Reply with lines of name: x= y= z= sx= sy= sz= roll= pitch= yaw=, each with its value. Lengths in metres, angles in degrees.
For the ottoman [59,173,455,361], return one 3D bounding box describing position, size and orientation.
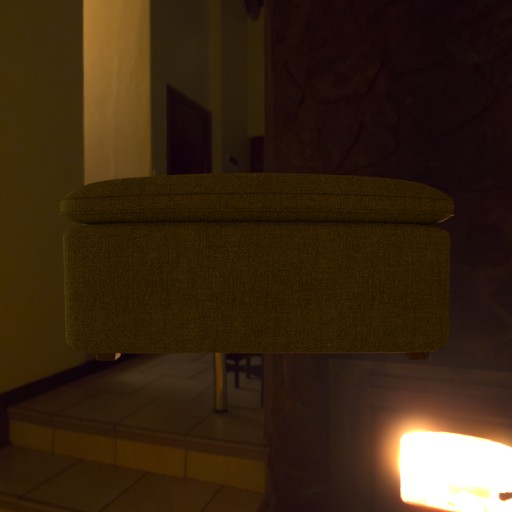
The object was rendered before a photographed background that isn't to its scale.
ottoman: x=0.000 y=0.000 z=1.677 sx=1.067 sy=0.559 sz=1.067 roll=0 pitch=1 yaw=-1
